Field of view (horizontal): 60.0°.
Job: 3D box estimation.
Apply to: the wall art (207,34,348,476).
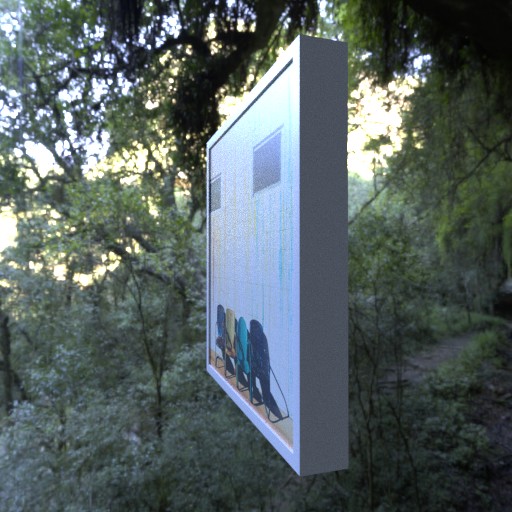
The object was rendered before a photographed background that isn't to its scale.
[{"bbox_3d":[0.000,0.000,0.455,0.038,0.305,0.305,0,0,-18],"label":"wall art"}]
